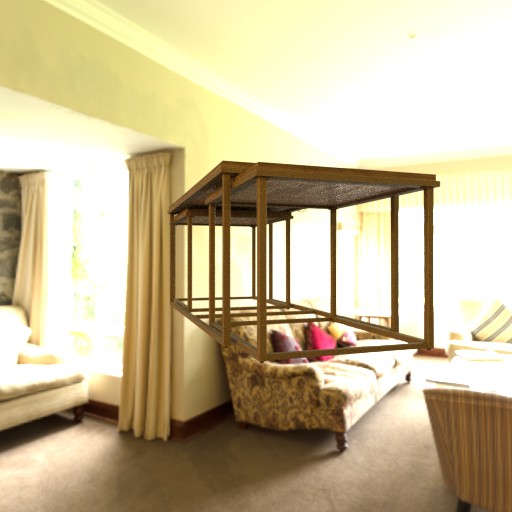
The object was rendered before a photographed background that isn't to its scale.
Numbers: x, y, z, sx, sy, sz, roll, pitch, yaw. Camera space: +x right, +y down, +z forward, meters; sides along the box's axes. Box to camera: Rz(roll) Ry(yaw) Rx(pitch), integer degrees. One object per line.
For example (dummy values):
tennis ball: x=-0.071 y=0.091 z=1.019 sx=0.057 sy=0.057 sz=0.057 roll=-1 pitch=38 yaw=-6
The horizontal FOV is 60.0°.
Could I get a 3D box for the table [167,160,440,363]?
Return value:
table: x=0.000 y=0.000 z=1.538 sx=0.489 sy=0.427 sz=1.312 roll=0 pitch=0 yaw=-18
